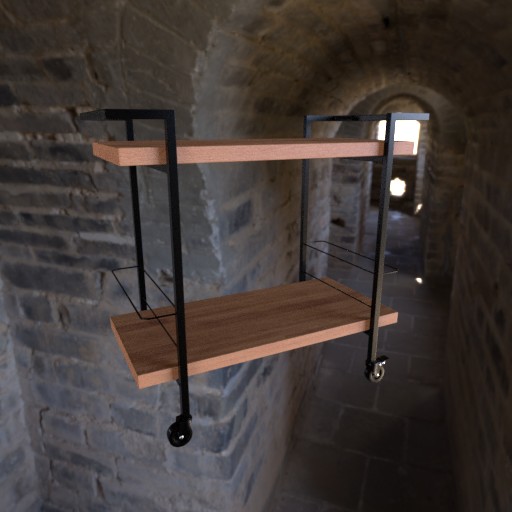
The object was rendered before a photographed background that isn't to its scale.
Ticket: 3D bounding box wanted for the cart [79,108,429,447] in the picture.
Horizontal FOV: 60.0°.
[{"bbox_3d":[0.000,0.000,1.243,0.806,0.762,0.406,-8,18,-26],"label":"cart"}]
